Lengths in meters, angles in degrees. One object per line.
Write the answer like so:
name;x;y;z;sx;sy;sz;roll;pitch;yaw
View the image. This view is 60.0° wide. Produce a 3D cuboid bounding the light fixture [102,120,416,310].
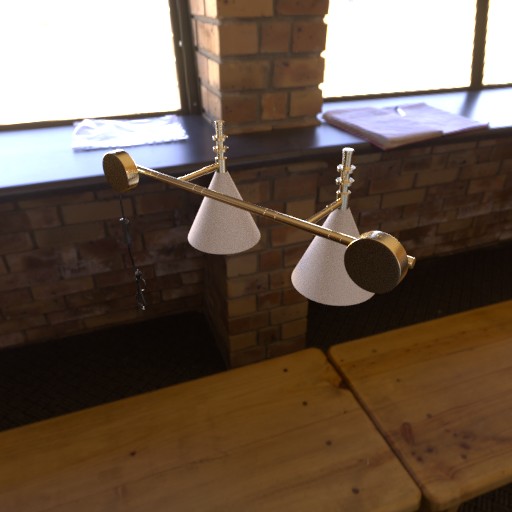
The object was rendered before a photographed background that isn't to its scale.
light fixture;0.000;0.000;0.870;0.642;0.468;0.239;22;38;32
